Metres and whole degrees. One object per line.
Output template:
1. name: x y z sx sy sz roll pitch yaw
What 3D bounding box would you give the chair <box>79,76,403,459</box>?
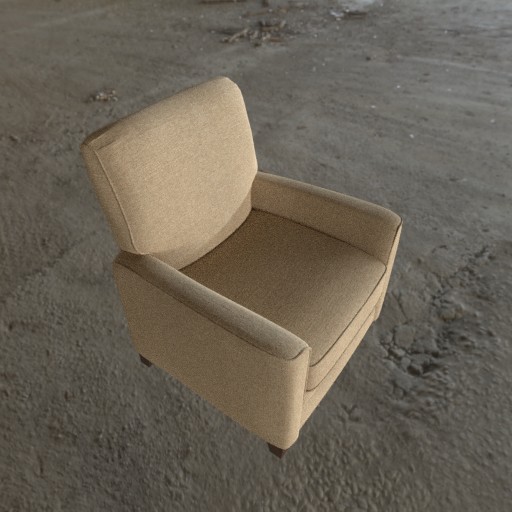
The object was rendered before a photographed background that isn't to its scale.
1. chair: 0.000 0.000 1.647 0.858 1.028 0.841 25 47 26
